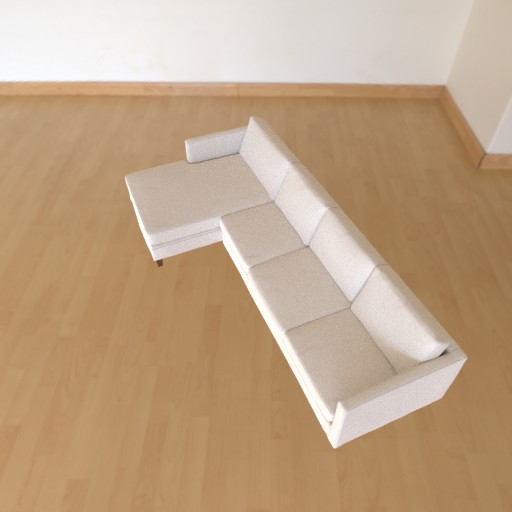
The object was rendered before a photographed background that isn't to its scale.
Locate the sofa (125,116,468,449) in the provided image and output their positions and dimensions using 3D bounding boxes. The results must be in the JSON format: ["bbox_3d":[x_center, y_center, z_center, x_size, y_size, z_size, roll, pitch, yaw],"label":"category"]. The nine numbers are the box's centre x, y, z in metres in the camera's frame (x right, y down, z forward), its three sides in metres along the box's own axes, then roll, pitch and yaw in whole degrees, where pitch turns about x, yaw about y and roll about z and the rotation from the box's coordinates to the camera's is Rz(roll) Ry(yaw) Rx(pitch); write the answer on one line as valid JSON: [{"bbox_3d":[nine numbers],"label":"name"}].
[{"bbox_3d":[0.000,0.000,3.806,1.625,0.846,3.186,-18,49,-16],"label":"sofa"}]
